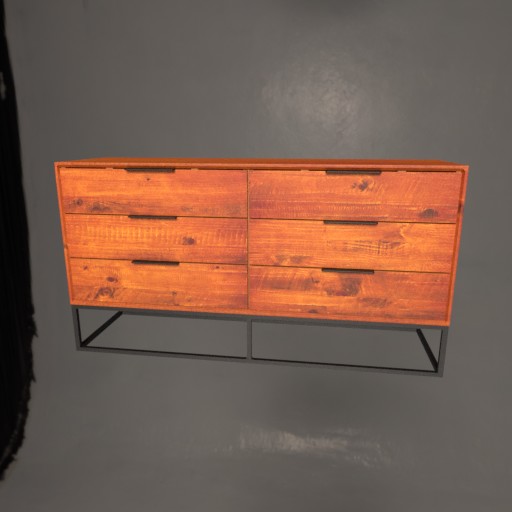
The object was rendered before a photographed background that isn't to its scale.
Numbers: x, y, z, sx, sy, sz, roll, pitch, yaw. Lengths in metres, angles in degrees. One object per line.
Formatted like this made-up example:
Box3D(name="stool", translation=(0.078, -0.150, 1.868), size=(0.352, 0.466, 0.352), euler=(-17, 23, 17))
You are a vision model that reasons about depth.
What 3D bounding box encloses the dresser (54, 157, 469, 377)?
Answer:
Box3D(name="dresser", translation=(0.000, 0.000, 1.929), size=(1.536, 0.810, 0.464), euler=(2, 15, 8))
